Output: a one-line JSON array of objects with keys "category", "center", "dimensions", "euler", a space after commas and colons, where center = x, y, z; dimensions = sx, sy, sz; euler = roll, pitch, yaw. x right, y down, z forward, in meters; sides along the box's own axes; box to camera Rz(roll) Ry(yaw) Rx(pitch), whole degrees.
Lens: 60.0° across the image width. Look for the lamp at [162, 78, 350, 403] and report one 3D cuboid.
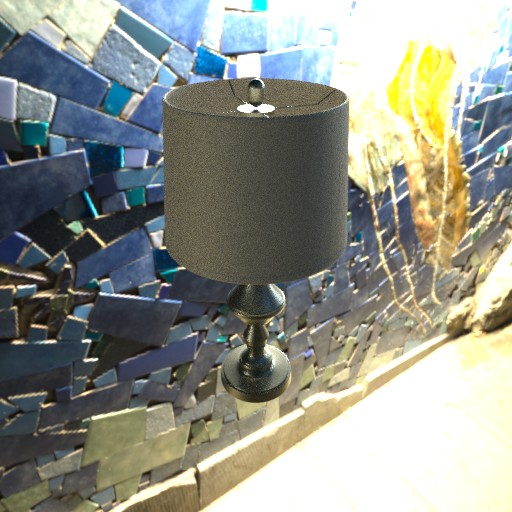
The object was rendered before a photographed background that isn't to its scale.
[{"category": "lamp", "center": [0.000, 0.000, 0.974], "dimensions": [0.383, 0.733, 0.383], "euler": [0, 31, 0]}]
